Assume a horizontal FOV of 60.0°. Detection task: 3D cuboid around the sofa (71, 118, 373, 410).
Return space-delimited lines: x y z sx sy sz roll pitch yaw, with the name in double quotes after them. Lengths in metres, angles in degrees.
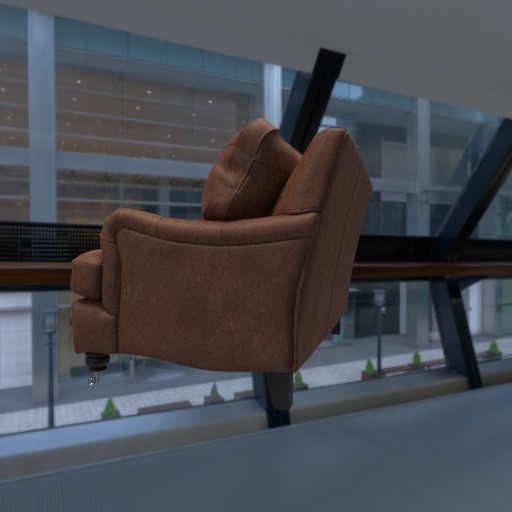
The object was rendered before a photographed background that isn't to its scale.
0.000 0.000 2.241 1.077 1.004 1.527 0 1 18 "sofa"
